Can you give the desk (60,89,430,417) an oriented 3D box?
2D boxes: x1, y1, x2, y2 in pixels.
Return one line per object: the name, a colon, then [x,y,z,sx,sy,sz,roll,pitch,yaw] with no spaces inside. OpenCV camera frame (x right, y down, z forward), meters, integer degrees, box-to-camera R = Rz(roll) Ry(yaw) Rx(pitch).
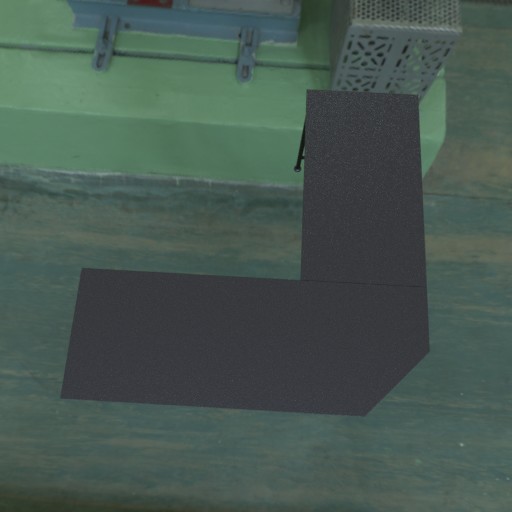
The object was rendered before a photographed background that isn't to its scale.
desk: [0.000,0.000,2.173,1.379,0.739,1.379,3,75,1]
